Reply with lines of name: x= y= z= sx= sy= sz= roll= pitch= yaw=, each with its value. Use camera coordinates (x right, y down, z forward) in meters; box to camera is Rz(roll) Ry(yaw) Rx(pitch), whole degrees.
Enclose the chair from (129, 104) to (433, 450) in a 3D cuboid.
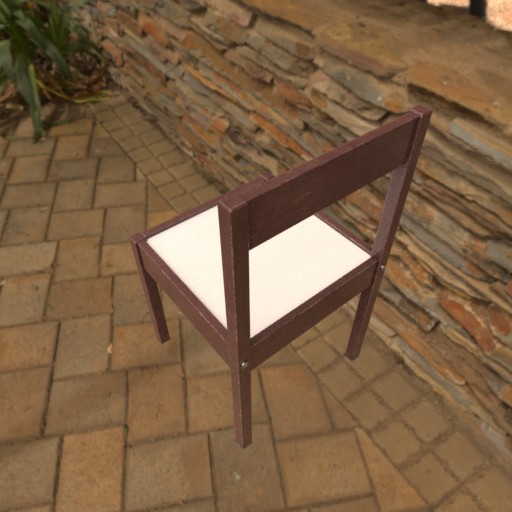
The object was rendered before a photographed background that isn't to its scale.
chair: x=0.000 y=0.000 z=0.689 sx=0.285 sy=0.505 sz=0.285 roll=-30 pitch=52 yaw=-26
